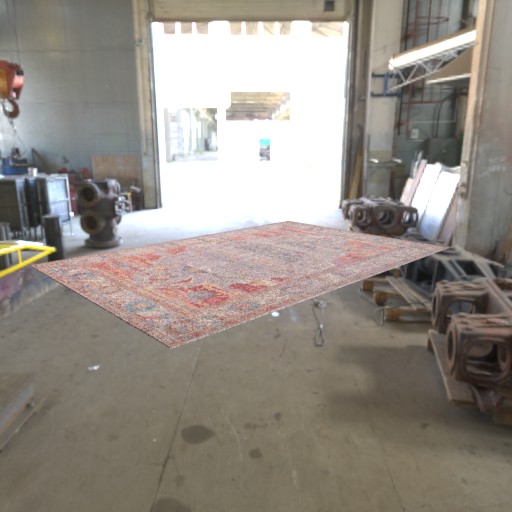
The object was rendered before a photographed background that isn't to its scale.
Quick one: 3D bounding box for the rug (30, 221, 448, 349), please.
[{"bbox_3d":[0.000,0.000,2.302,1.829,0.005,1.219,-13,19,-42],"label":"rug"}]
